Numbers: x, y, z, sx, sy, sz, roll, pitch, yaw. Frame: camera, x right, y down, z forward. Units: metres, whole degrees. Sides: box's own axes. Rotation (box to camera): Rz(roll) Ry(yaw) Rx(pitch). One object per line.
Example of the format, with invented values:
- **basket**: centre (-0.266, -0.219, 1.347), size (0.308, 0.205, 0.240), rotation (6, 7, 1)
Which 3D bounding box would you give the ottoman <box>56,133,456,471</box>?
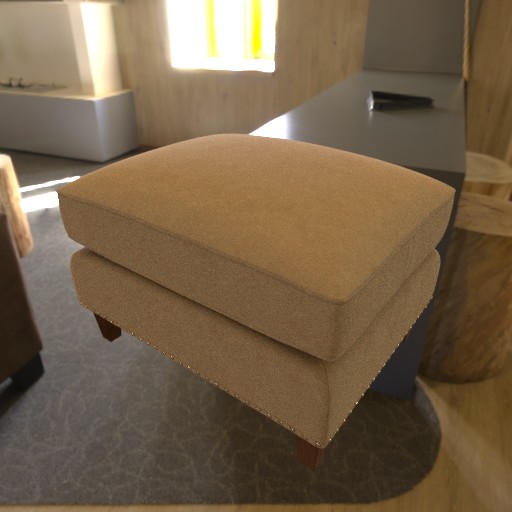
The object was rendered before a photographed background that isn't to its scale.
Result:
- **ottoman**: centre (0.000, 0.000, 1.096), size (0.741, 0.513, 0.584), rotation (21, 36, 32)
